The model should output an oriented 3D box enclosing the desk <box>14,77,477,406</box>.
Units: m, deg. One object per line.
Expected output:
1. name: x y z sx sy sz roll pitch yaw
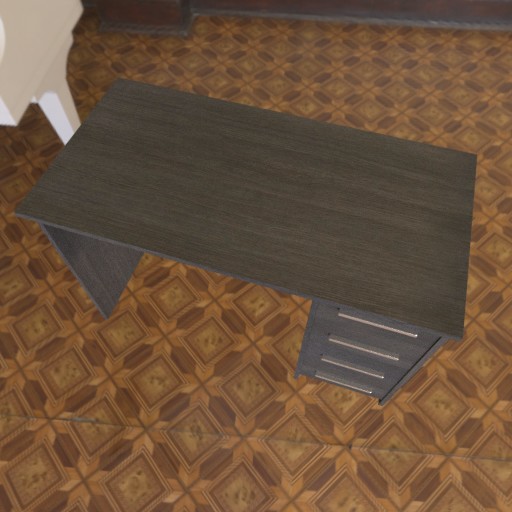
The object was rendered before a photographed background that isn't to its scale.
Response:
1. desk: 0.000 0.000 1.470 1.096 0.730 0.560 15 59 9
